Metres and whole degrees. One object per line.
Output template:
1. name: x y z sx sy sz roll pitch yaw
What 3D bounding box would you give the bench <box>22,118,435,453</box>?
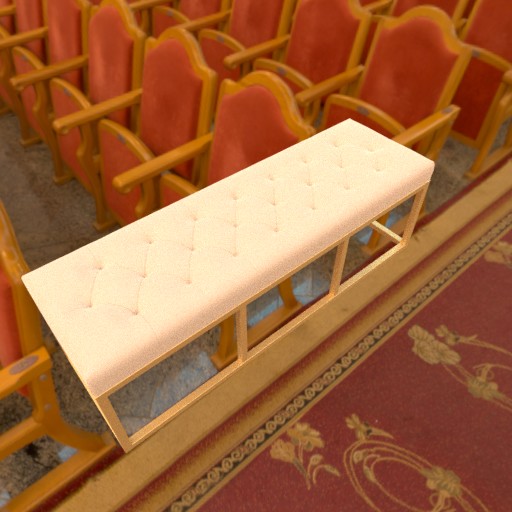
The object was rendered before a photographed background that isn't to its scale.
1. bench: 0.000 0.000 1.695 1.473 0.484 0.457 -31 54 -26
